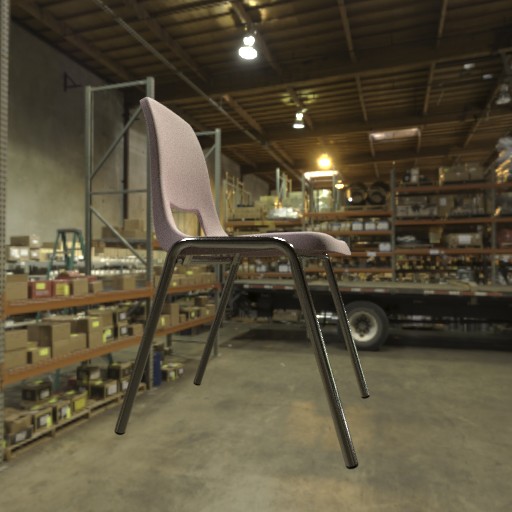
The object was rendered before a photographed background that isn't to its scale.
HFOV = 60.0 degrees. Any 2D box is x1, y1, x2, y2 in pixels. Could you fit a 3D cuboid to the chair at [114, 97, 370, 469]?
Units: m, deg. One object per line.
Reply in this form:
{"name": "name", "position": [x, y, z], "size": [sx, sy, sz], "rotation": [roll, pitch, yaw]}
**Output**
{"name": "chair", "position": [0.000, 0.000, 0.913], "size": [0.436, 0.653, 0.381], "rotation": [0, -1, 17]}
